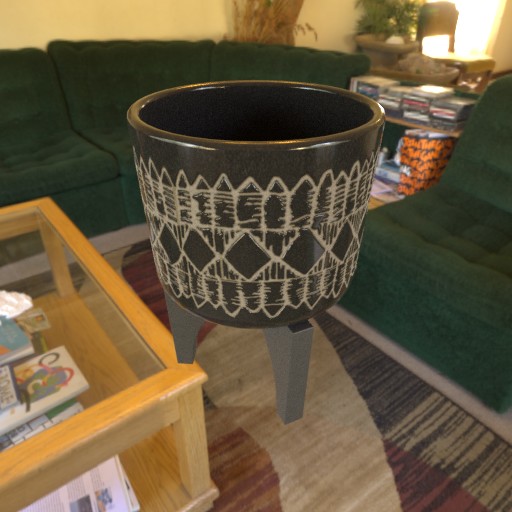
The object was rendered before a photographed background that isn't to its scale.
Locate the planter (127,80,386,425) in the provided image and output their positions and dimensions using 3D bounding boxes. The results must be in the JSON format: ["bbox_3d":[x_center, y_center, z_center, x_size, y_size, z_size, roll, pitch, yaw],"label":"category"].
[{"bbox_3d":[0.000,0.000,0.533,0.251,0.355,0.251,20,38,29],"label":"planter"}]
